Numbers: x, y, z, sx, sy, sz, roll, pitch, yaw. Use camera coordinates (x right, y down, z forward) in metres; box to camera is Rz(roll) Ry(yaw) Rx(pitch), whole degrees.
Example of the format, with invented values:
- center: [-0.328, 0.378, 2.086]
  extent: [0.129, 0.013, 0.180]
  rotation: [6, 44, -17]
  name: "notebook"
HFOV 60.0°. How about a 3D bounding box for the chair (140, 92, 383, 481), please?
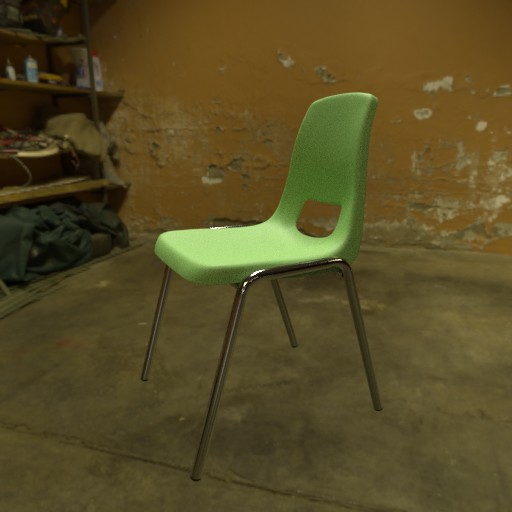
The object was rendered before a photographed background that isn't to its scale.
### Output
- center: [0.000, 0.000, 0.920]
  extent: [0.436, 0.653, 0.381]
  rotation: [-7, 16, -26]
  name: "chair"
